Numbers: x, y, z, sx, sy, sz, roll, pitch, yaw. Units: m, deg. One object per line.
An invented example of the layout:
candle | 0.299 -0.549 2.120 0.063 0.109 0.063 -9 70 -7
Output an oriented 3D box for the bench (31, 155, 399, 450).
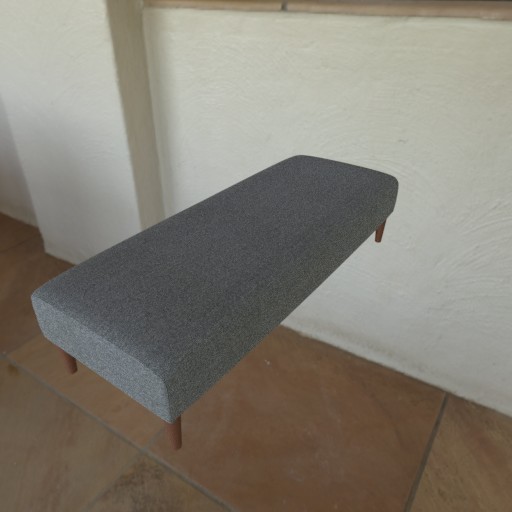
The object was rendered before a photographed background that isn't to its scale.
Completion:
bench | 0.000 0.000 1.851 0.631 0.384 1.598 21 37 30
